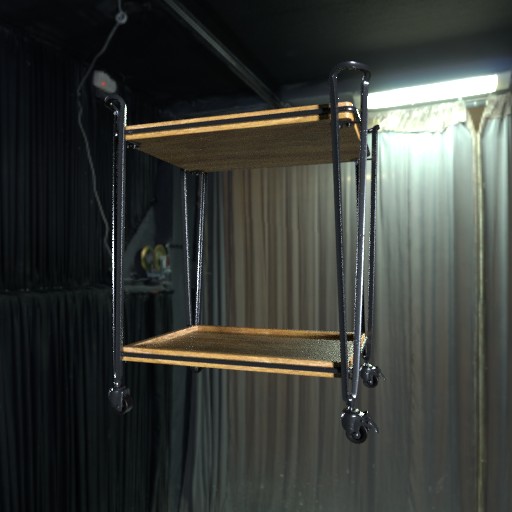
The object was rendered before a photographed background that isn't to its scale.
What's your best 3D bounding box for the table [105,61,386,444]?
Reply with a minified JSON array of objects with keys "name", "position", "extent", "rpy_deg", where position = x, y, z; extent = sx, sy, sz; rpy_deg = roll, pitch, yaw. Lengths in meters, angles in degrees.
[{"name":"table","position":[0.000,0.000,1.223],"extent":[0.672,0.785,0.505],"rpy_deg":[0,-1,18]}]
